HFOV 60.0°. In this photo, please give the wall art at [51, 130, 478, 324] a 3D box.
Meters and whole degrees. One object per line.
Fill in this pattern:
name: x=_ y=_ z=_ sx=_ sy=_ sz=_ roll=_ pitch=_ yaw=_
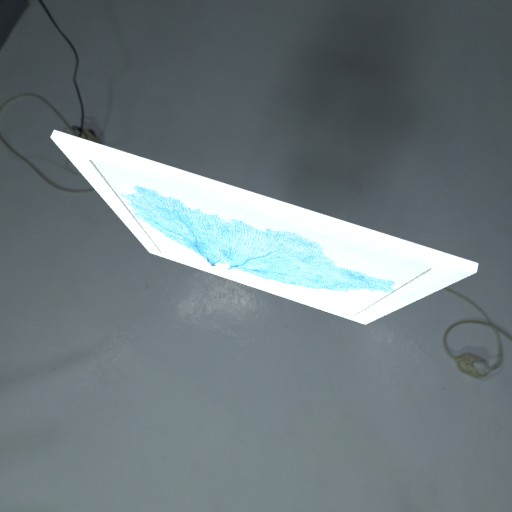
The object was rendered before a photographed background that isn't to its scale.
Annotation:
wall art: x=0.000 y=0.000 z=0.857 sx=0.584 sy=0.584 sz=0.013 roll=18 pitch=76 yaw=5
